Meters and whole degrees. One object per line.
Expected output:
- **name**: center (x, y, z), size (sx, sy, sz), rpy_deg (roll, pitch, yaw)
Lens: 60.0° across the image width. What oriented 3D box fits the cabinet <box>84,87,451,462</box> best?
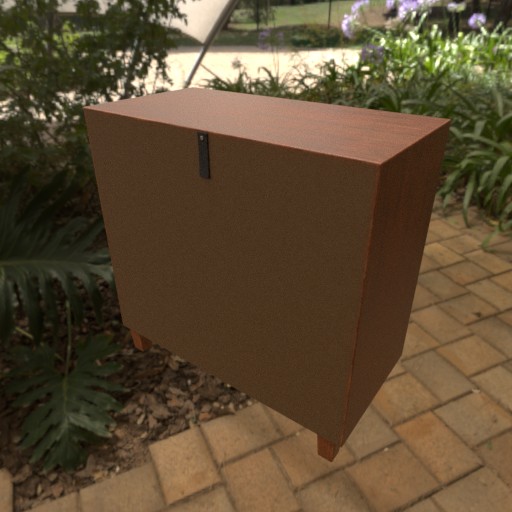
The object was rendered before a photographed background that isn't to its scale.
- **cabinet**: center (0.000, 0.000, 1.252), size (0.796, 0.785, 0.412), rpy_deg (20, 35, 31)
